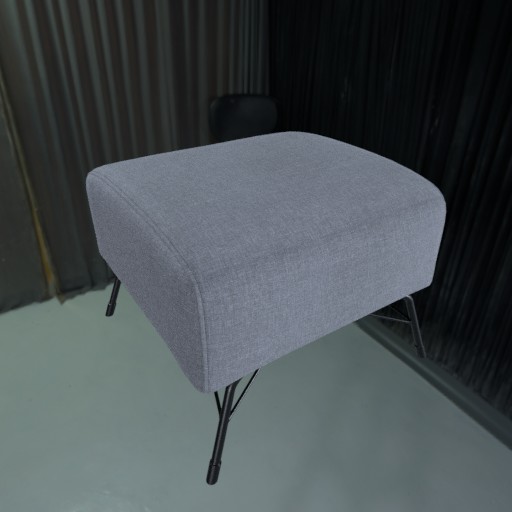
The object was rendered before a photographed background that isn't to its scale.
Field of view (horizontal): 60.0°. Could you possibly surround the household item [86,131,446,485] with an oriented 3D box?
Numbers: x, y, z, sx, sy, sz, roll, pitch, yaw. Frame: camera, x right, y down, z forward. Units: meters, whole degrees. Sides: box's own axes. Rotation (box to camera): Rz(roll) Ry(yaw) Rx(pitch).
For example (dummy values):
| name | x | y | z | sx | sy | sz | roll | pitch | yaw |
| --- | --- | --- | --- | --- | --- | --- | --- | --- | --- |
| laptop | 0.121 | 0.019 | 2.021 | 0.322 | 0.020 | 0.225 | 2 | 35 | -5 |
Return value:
| name | x | y | z | sx | sy | sz | roll | pitch | yaw |
| --- | --- | --- | --- | --- | --- | --- | --- | --- | --- |
| household item | 0.000 | 0.000 | 0.908 | 0.530 | 0.410 | 0.530 | -19 | 35 | -29 |
